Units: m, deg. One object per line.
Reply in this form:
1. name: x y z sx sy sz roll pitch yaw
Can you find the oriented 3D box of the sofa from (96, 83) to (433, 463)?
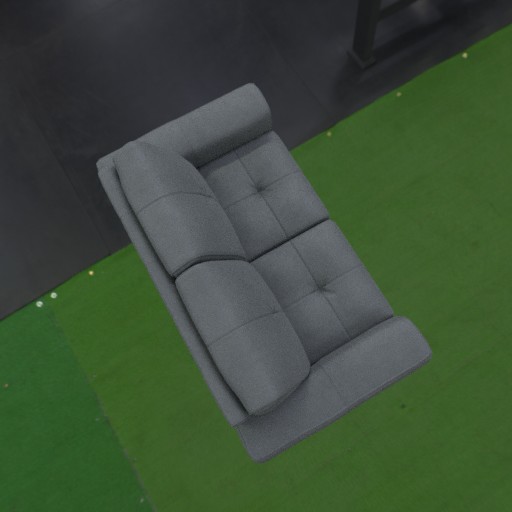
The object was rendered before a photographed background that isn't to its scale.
1. sofa: 0.000 0.000 2.351 1.018 0.907 1.806 -29 77 -7
